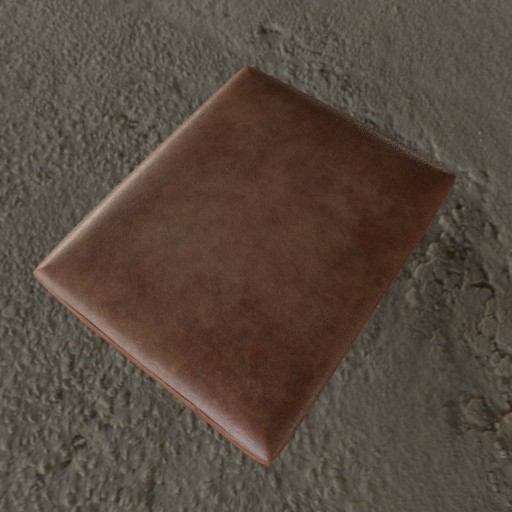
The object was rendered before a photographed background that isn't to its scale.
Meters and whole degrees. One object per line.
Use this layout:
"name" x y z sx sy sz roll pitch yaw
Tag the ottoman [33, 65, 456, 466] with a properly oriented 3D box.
"ottoman" 0.000 0.000 1.744 0.965 0.667 1.186 33 69 15
